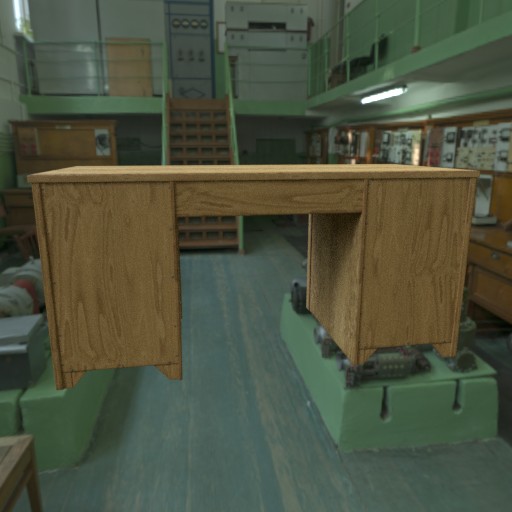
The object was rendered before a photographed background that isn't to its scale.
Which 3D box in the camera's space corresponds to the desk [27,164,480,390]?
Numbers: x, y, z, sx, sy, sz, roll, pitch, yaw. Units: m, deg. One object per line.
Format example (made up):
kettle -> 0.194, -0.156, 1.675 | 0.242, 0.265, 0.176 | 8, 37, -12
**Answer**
desk -> 0.000, 0.000, 1.929 | 1.567, 0.751, 0.685 | -2, 14, -9
